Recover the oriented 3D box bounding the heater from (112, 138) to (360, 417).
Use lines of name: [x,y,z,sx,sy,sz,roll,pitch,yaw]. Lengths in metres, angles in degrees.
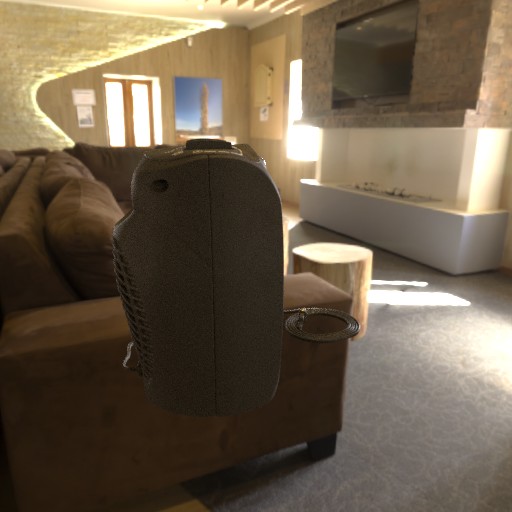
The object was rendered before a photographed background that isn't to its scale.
heater: [0.000,0.000,0.467,0.291,0.240,0.239,-2,16,-8]
